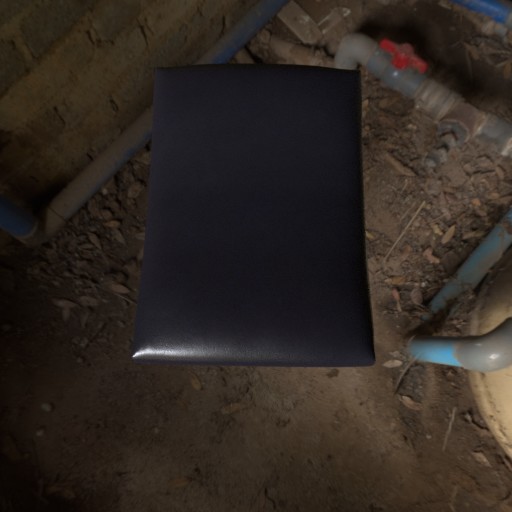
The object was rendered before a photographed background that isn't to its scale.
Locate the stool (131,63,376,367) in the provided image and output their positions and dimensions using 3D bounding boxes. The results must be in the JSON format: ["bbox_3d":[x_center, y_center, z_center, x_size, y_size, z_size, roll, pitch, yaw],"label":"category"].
[{"bbox_3d":[0.000,0.000,1.031,0.372,0.742,0.504,1,75,0],"label":"stool"}]
